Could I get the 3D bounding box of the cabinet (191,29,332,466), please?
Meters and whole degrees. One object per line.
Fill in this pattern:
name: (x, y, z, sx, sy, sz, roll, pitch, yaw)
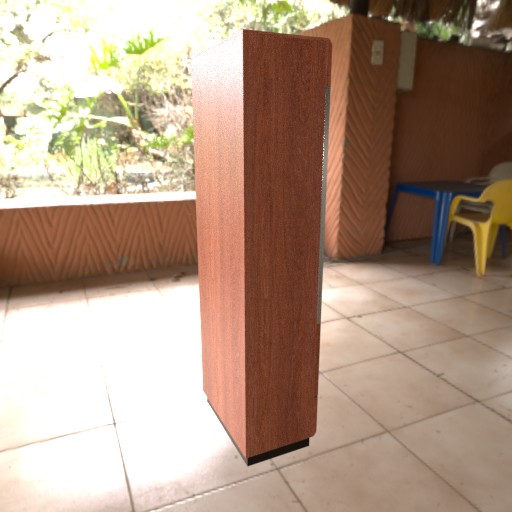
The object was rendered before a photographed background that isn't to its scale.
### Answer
cabinet: (0.000, 0.000, 2.301, 0.420, 1.980, 0.660, -7, 17, -24)
